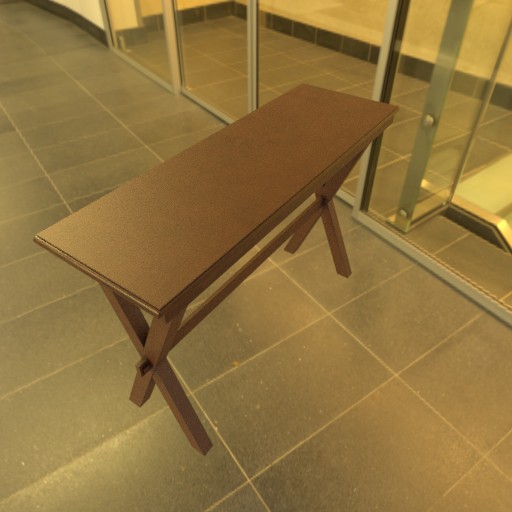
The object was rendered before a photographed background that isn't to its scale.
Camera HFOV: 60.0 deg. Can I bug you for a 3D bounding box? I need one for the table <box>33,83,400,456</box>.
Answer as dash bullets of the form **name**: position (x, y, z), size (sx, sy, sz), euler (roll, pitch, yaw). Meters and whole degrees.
- **table**: position (0.000, 0.000, 1.537), size (0.399, 0.763, 1.197), euler (25, 47, 26)
